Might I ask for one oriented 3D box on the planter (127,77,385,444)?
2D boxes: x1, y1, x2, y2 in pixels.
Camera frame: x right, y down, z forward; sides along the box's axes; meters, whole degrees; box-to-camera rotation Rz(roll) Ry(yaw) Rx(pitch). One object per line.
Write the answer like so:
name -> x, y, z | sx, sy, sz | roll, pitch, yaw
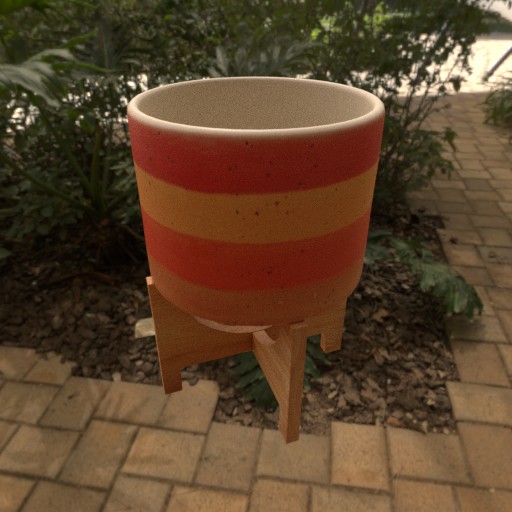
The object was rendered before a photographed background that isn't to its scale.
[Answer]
planter -> 0.000, 0.000, 0.550 | 0.269, 0.379, 0.269 | 0, 31, 0
